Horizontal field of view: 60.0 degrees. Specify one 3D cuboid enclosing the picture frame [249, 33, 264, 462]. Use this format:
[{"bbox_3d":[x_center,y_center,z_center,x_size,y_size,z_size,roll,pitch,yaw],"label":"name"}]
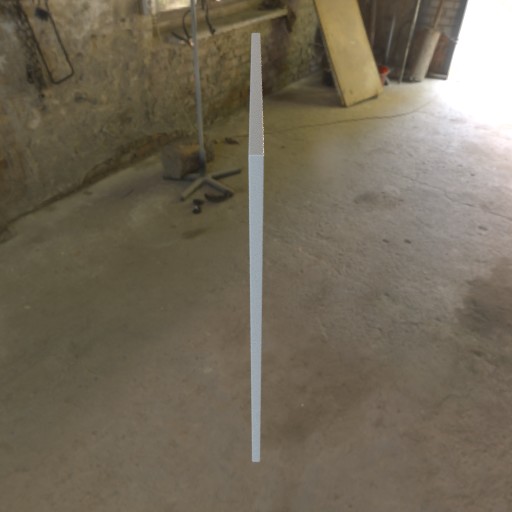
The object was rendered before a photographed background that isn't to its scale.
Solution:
[{"bbox_3d":[0.000,0.000,0.675,0.012,0.534,0.381,0,40,0],"label":"picture frame"}]
